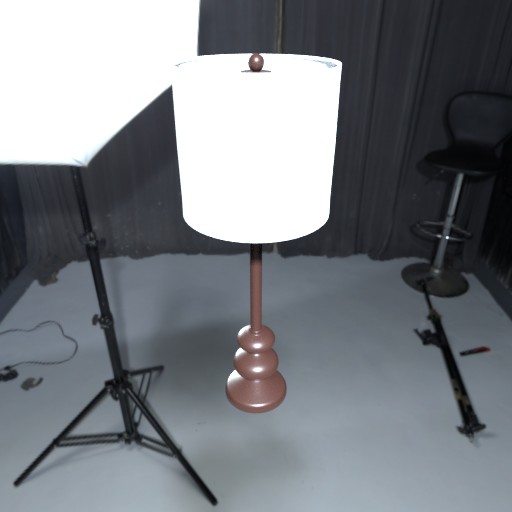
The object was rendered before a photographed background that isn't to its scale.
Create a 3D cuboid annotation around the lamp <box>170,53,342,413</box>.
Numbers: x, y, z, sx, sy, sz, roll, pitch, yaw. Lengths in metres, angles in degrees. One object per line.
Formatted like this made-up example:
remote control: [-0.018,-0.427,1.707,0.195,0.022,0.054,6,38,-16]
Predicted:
lamp: [0.000,0.000,0.826,0.254,0.690,0.254,0,29,0]
